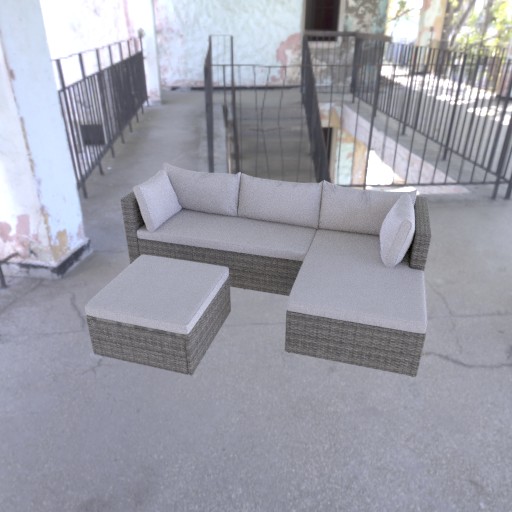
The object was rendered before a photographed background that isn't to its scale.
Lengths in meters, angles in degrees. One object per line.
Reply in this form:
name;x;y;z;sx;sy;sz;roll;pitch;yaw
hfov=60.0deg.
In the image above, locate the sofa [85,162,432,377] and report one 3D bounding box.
sofa;0.000;0.000;3.022;2.192;0.766;1.662;8;29;15
